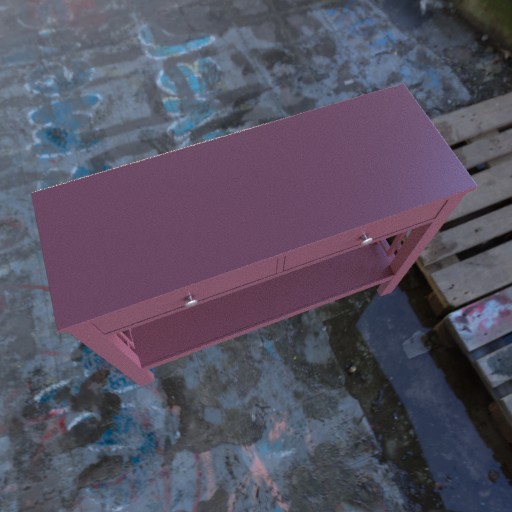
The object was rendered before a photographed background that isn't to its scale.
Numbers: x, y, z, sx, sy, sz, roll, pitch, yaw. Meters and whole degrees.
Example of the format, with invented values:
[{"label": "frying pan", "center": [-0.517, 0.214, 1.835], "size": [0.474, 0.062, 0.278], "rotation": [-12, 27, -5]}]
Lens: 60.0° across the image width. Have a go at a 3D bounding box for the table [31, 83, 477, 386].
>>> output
[{"label": "table", "center": [0.000, 0.000, 1.461], "size": [1.068, 0.753, 0.397], "rotation": [-19, 66, -9]}]
